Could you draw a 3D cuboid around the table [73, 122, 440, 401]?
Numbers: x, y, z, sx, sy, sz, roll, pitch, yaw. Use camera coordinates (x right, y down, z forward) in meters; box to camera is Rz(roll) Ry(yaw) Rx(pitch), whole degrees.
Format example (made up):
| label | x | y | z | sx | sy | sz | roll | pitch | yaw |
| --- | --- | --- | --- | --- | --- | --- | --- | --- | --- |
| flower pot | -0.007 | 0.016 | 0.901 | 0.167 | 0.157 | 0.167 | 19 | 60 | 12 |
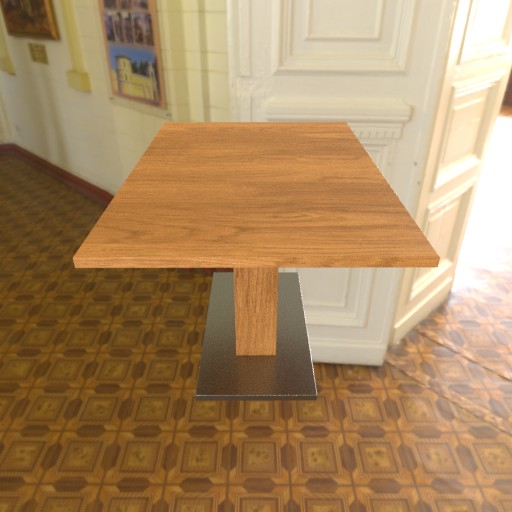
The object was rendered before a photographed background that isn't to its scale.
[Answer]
| label | x | y | z | sx | sy | sz | roll | pitch | yaw |
| --- | --- | --- | --- | --- | --- | --- | --- | --- | --- |
| table | 0.000 | 0.000 | 1.839 | 0.900 | 0.770 | 1.300 | 0 | 31 | 0 |
